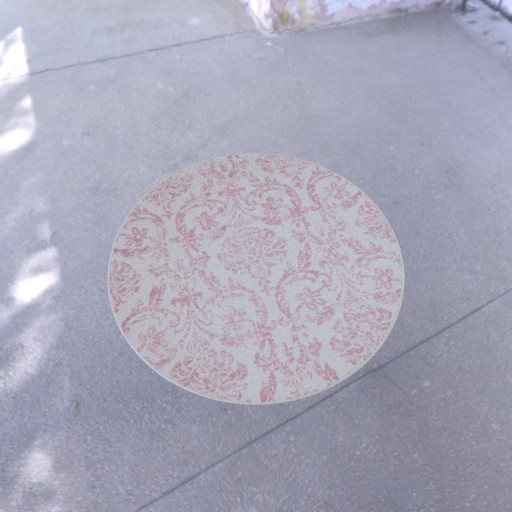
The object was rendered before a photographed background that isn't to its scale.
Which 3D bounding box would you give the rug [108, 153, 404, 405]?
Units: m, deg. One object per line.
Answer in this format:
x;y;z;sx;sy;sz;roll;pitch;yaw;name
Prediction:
0.000;0.000;2.420;1.593;0.012;1.593;0;57;0;rug
